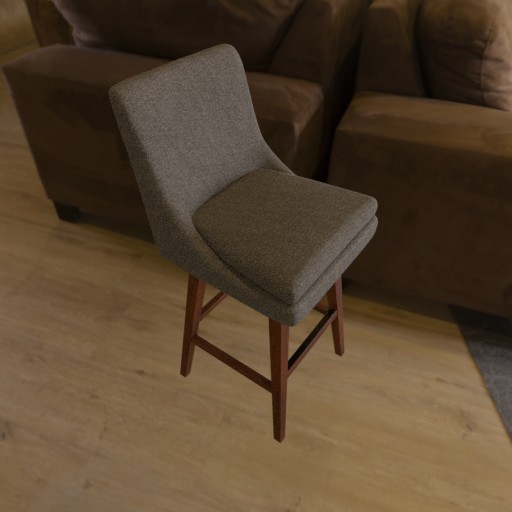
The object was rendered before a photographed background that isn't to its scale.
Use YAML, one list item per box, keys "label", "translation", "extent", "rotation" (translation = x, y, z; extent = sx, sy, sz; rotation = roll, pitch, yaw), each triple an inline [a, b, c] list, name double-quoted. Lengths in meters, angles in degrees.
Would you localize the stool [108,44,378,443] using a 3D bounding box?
- label: "stool"
  translation: [0.000, 0.000, 1.377]
  extent: [0.572, 1.068, 0.489]
  rotation: [26, 47, 26]
